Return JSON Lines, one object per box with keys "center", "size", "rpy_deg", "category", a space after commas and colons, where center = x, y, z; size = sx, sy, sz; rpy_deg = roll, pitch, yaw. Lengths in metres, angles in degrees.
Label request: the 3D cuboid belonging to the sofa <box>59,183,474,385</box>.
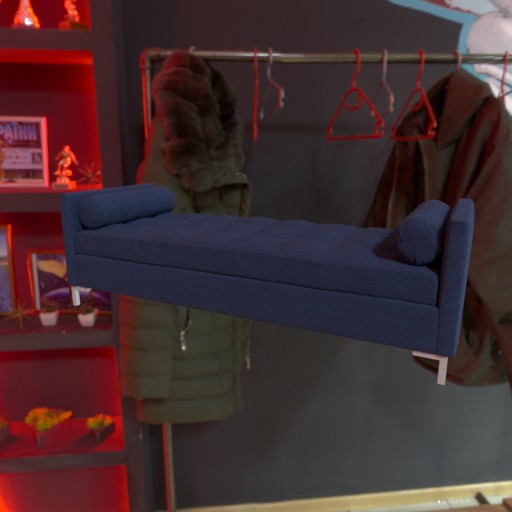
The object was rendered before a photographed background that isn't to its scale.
{"center": [0.000, 0.000, 2.430], "size": [2.102, 0.657, 0.797], "rpy_deg": [7, 16, 25], "category": "sofa"}
